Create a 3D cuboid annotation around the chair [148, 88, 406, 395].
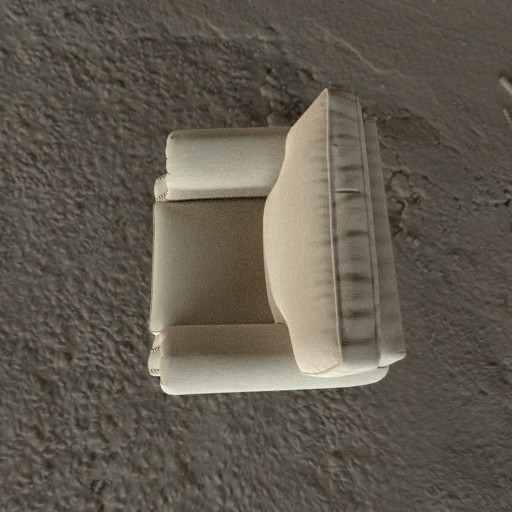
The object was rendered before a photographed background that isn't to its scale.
[{"bbox_3d":[0.000,0.000,1.863,0.965,0.961,1.092,-2,73,-1],"label":"chair"}]
